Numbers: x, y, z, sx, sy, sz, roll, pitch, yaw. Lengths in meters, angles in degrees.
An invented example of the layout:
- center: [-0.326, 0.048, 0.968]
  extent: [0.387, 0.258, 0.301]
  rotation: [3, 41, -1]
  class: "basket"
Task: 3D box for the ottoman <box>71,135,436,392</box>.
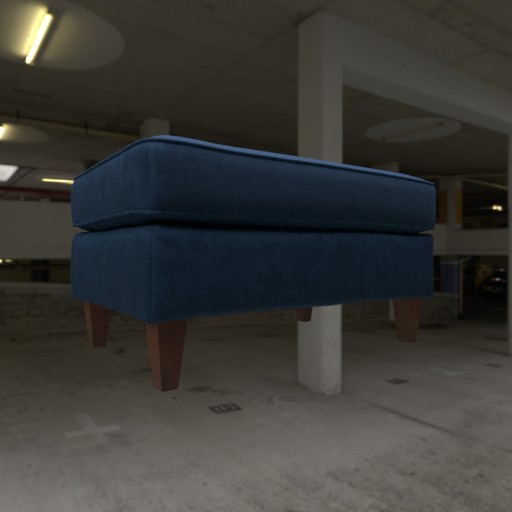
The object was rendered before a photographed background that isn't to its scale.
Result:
- center: [0.000, 0.000, 1.218]
  extent: [0.862, 0.484, 0.583]
  rotation: [0, 1, -35]
  class: "ottoman"
